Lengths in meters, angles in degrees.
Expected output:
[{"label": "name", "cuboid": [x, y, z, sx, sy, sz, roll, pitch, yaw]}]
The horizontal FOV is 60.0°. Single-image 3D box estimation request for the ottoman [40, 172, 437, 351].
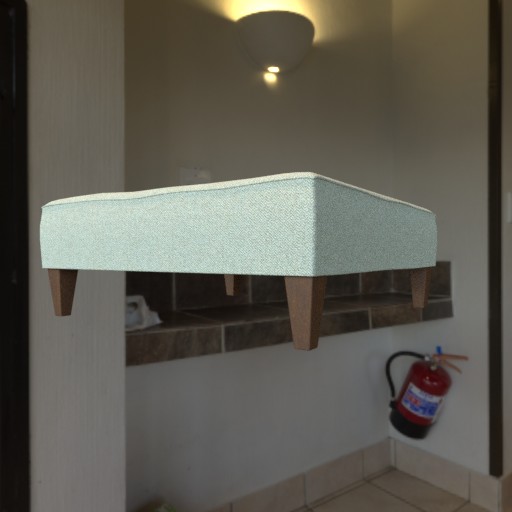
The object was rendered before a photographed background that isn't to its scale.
[{"label": "ottoman", "cuboid": [0.000, 0.000, 1.525, 0.968, 0.379, 1.004, 0, 0, 35]}]
